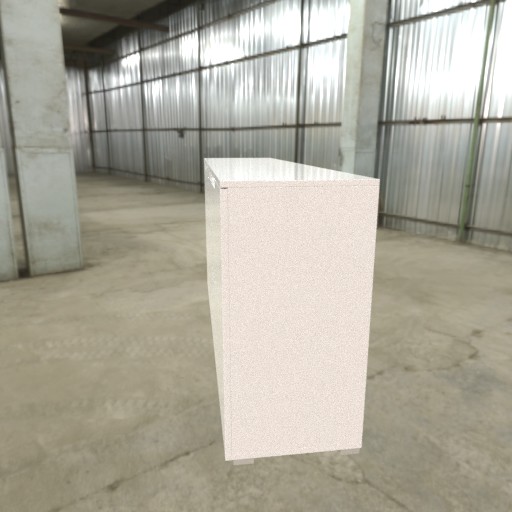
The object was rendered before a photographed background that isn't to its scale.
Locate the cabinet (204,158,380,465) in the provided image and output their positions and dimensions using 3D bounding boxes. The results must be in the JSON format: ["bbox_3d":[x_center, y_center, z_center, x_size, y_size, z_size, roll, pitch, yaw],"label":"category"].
[{"bbox_3d":[0.000,0.000,1.974,0.400,0.800,1.650,-2,14,-8],"label":"cabinet"}]
